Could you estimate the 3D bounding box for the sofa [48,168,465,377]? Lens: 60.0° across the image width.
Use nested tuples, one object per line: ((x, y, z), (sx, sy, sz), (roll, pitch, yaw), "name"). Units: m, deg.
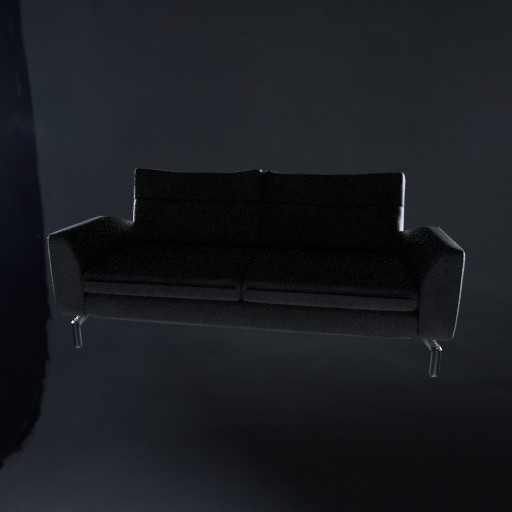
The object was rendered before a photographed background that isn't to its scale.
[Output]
((0.000, 0.000, 2.334), (1.837, 0.859, 0.849), (3, 16, 9), "sofa")
